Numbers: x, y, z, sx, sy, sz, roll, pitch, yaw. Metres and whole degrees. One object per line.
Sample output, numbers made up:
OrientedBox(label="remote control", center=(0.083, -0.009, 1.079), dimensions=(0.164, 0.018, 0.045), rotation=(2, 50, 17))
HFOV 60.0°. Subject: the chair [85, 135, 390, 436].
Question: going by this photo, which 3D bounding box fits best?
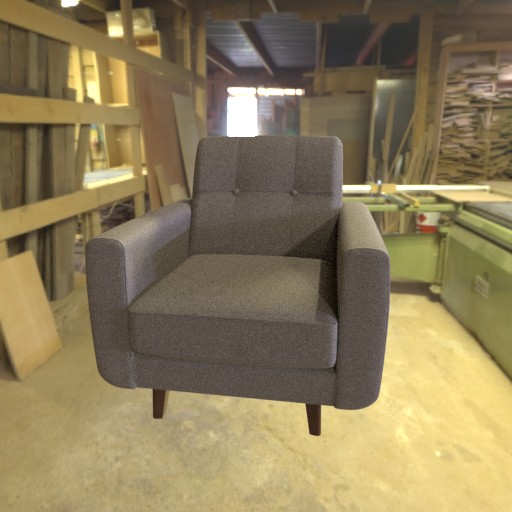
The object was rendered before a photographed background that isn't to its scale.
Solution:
OrientedBox(label="chair", center=(0.000, 0.000, 1.585), dimensions=(0.831, 0.839, 0.907), rotation=(2, 15, 9))
